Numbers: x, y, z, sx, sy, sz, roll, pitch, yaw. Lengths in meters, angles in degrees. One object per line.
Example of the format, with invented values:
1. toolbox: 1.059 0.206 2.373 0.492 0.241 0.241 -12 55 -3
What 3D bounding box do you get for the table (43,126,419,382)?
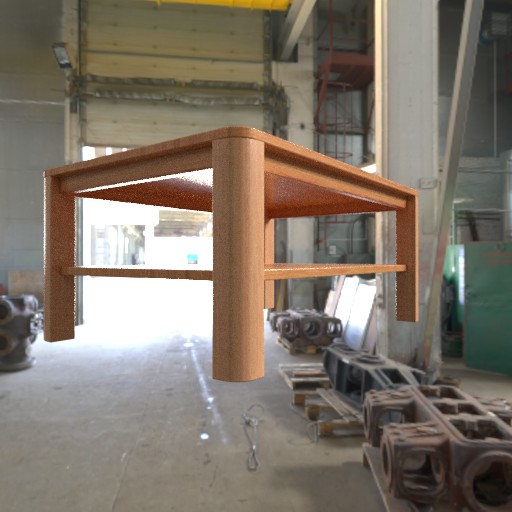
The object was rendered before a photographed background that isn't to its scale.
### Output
1. table: 0.000 0.000 1.357 0.696 0.445 0.997 0 0 37
